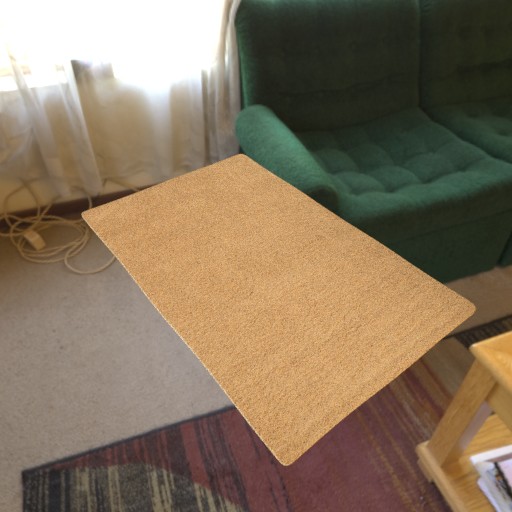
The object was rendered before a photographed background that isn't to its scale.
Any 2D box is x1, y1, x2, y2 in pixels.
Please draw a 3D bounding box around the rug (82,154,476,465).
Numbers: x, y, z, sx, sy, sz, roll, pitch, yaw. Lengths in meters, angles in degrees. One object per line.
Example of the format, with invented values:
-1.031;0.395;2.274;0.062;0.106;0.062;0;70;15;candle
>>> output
0.000;0.000;2.958;1.500;0.025;2.349;-27;48;-27;rug
